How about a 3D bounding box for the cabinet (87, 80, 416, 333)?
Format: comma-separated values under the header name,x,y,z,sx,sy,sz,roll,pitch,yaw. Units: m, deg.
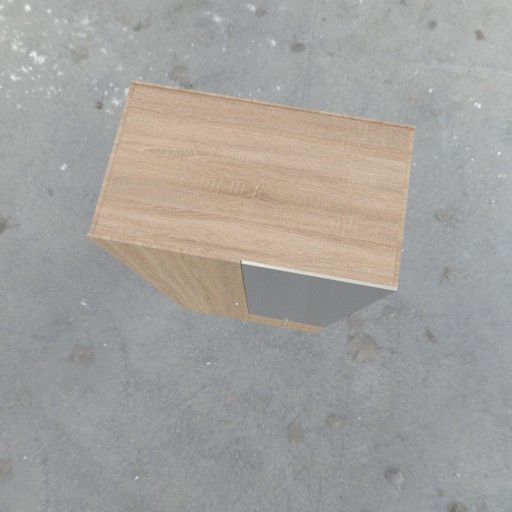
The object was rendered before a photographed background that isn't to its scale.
name,x,y,z,sx,sy,sz,roll,pitch,yaw
cabinet,0.000,0.000,2.493,1.001,2.121,0.590,10,77,2
